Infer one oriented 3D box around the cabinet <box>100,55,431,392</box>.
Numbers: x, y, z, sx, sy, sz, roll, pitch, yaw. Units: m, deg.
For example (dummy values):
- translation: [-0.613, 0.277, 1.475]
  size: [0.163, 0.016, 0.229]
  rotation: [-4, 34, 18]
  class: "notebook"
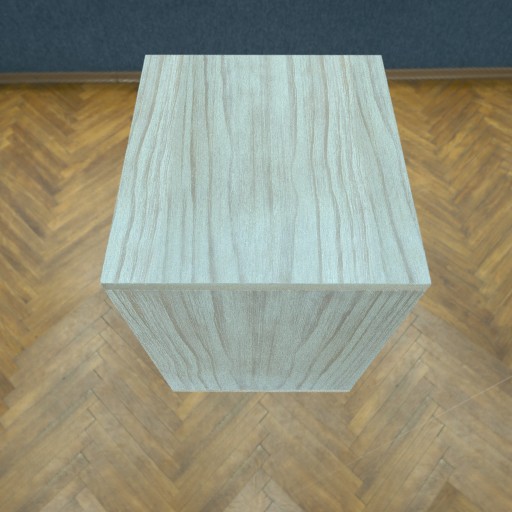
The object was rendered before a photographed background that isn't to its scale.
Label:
- translation: [0.000, 0.000, 0.857]
  size: [0.401, 0.579, 0.409]
  rotation: [0, 60, 0]
  class: "cabinet"
